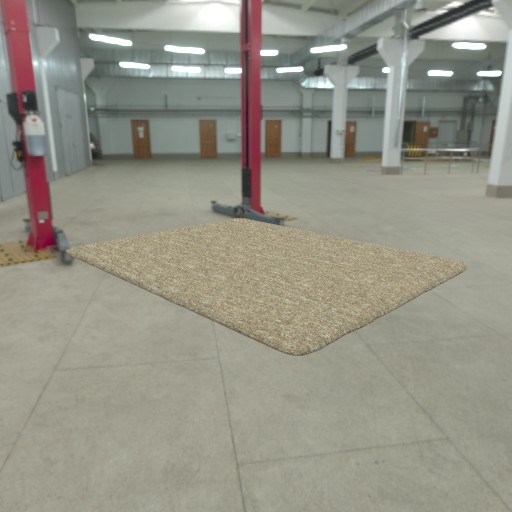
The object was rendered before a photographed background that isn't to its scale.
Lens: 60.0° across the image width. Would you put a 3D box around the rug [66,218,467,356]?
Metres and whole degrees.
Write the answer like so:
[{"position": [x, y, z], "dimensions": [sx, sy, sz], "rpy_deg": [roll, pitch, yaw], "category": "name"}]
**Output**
[{"position": [0.000, 0.000, 3.882], "dimensions": [2.242, 0.050, 2.873], "rpy_deg": [-15, 22, -43], "category": "rug"}]
